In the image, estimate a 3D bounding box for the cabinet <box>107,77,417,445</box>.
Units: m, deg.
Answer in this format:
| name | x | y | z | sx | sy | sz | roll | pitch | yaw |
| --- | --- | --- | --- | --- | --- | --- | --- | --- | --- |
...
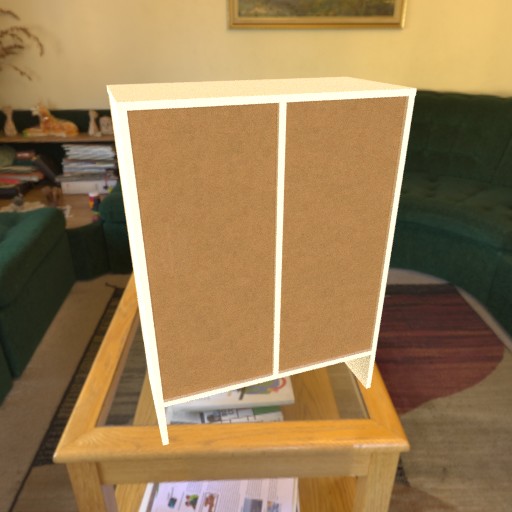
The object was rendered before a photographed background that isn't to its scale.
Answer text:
| name | x | y | z | sx | sy | sz | roll | pitch | yaw |
| --- | --- | --- | --- | --- | --- | --- | --- | --- | --- |
| cabinet | 0.000 | 0.000 | 1.134 | 0.600 | 0.815 | 0.296 | -9 | 28 | -18 |
